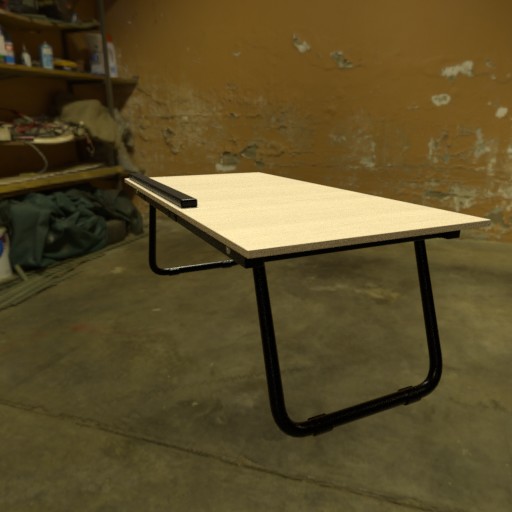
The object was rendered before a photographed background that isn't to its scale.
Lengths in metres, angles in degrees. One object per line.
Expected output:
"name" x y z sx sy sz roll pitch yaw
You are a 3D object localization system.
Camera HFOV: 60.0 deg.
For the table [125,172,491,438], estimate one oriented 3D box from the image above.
"table" 0.000 0.000 0.775 0.322 0.242 0.644 -8 18 -24
